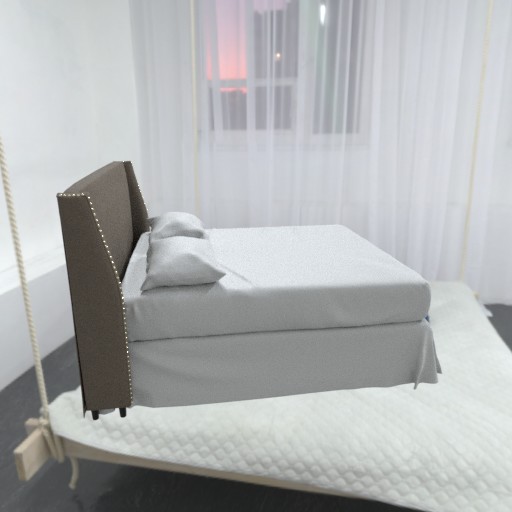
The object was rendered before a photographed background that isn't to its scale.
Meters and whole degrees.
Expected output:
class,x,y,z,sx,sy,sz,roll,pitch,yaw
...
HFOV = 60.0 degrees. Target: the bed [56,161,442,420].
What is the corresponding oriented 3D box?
class,x,y,z,sx,sy,sz,roll,pitch,yaw
bed,0.000,0.000,3.384,2.276,1.332,1.925,-3,17,-8
